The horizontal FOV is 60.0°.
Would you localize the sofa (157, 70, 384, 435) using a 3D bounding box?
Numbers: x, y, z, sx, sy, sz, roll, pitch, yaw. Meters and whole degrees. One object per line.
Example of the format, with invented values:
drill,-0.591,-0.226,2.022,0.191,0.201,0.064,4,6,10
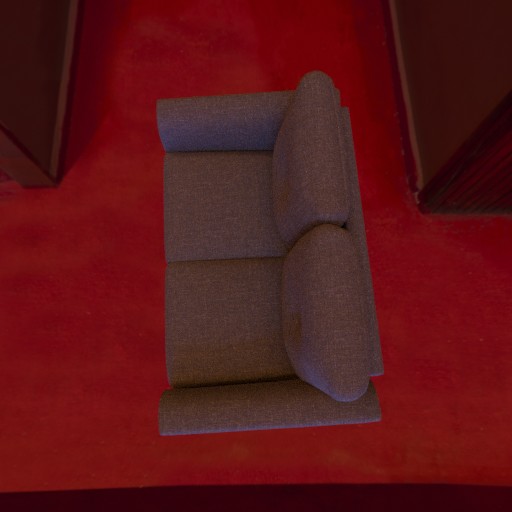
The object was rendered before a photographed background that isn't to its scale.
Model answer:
sofa,0.000,0.000,1.988,0.851,0.885,1.423,-4,75,-1
